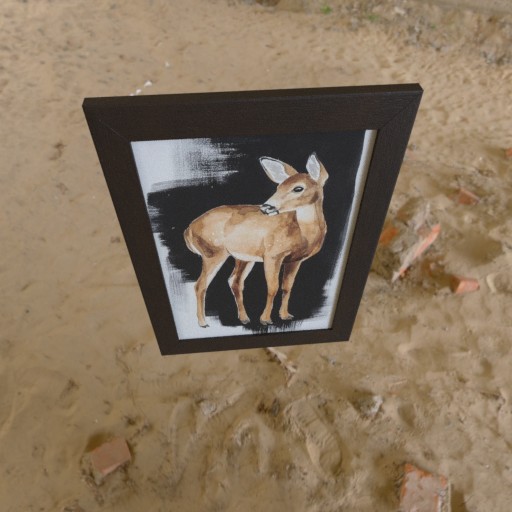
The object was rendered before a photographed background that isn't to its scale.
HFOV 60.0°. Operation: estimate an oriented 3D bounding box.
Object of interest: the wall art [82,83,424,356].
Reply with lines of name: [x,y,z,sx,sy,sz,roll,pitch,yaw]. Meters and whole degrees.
wall art: [0.000,0.000,0.659,0.359,0.513,0.017,-4,48,-3]
